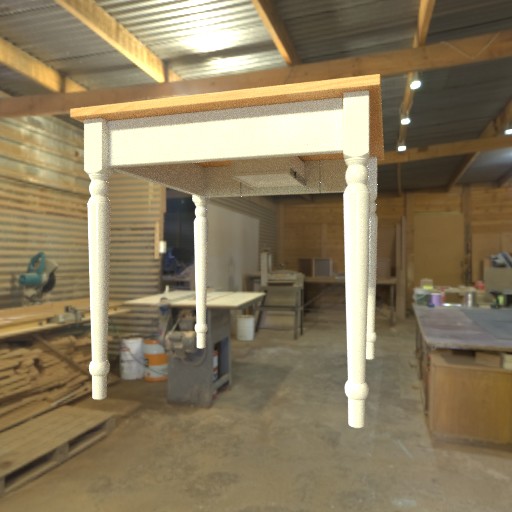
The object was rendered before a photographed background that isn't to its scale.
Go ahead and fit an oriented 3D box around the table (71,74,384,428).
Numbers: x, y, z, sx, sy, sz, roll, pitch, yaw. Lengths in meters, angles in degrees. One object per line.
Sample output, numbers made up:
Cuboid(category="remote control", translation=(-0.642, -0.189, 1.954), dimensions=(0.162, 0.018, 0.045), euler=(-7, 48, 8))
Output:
Cuboid(category="table", translation=(0.000, 0.000, 1.360), dimensions=(0.747, 0.738, 0.747), euler=(0, 0, 17))
